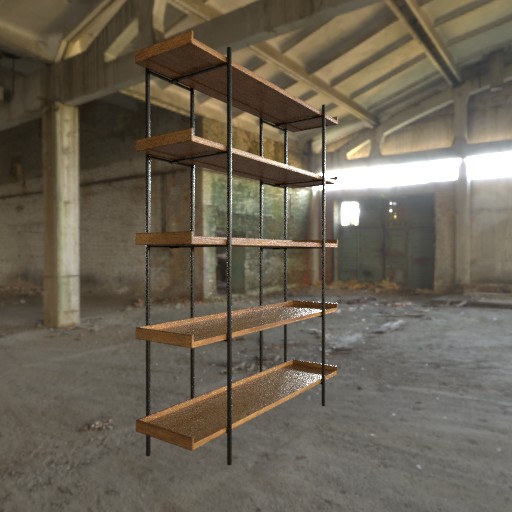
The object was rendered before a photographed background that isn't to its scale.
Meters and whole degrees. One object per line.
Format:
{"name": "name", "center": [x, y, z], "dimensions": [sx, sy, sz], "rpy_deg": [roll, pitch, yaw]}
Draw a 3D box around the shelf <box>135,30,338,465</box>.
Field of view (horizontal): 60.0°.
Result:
{"name": "shelf", "center": [0.000, 0.000, 2.420], "dimensions": [0.379, 1.826, 1.371], "rpy_deg": [0, 1, 35]}
